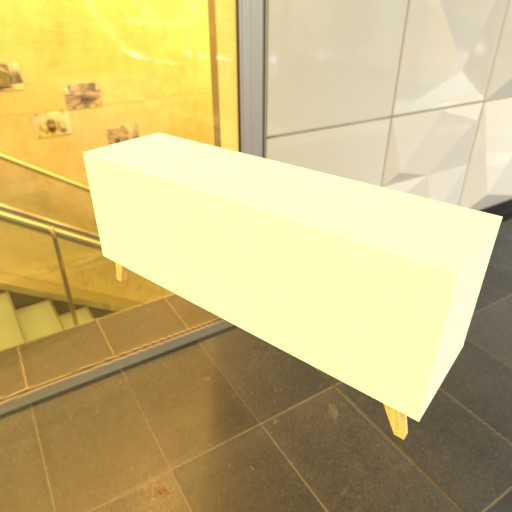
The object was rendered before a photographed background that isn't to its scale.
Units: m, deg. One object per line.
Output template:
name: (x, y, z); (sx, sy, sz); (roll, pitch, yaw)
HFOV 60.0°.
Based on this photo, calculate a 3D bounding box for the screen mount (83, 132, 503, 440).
screen mount: (0.000, 0.000, 1.692); (1.490, 0.619, 0.400); (22, 37, 33)
